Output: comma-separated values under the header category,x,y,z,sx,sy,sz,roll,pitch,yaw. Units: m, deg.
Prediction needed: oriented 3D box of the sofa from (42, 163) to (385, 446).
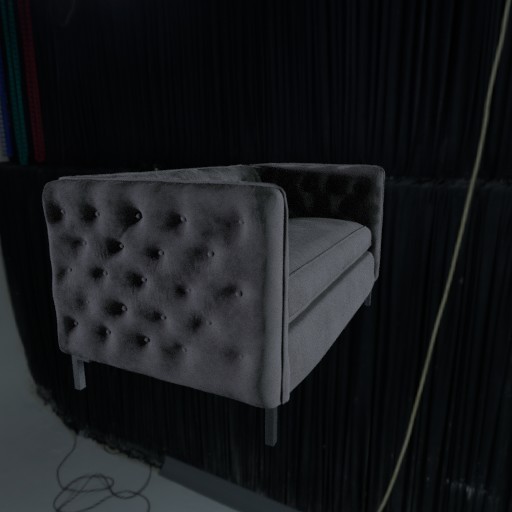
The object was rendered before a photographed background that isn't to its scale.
category,x,y,z,sx,sy,sz,roll,pitch,yaw
sofa,0.000,0.000,2.080,0.909,0.810,1.583,7,15,25
